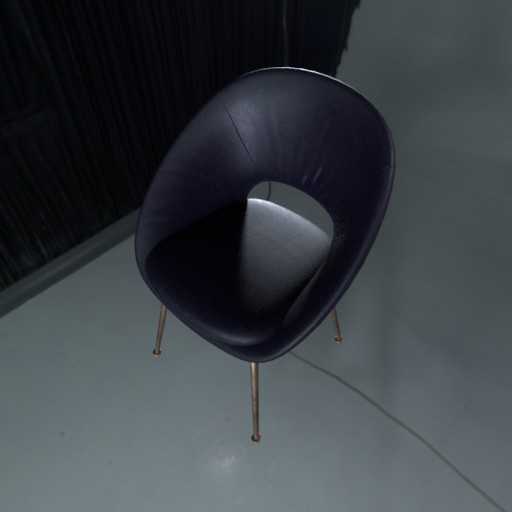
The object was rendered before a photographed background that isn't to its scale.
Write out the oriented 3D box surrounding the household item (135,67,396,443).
[{"bbox_3d":[0.000,0.000,1.251,0.623,0.852,0.573,32,55,26],"label":"household item"}]
